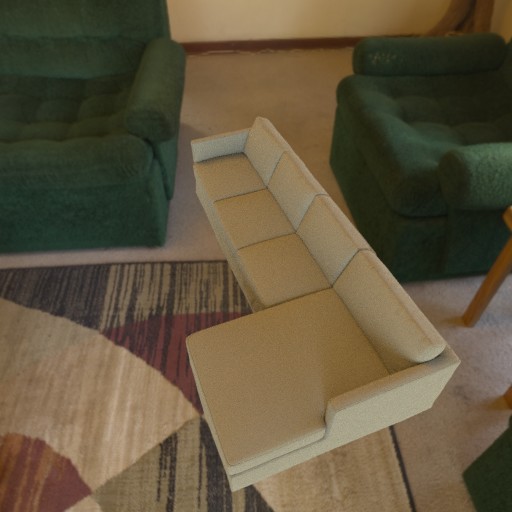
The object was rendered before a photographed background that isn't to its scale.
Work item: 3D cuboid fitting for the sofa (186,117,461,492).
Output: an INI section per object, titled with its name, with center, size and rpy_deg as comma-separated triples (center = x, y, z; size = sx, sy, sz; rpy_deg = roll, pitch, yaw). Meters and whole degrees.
[sofa]
center = 0.000, 0.000, 3.839
size = 1.622, 0.867, 3.177
rpy_deg = -16, 49, -15
